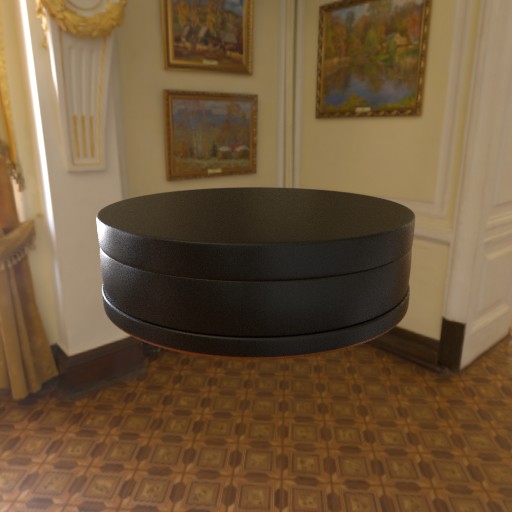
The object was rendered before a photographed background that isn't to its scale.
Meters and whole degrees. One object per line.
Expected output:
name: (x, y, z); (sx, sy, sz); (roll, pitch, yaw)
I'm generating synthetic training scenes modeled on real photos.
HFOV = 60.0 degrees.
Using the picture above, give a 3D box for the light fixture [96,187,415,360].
light fixture: (0.000, 0.000, 0.425); (0.283, 0.097, 0.283); (0, 16, 0)
